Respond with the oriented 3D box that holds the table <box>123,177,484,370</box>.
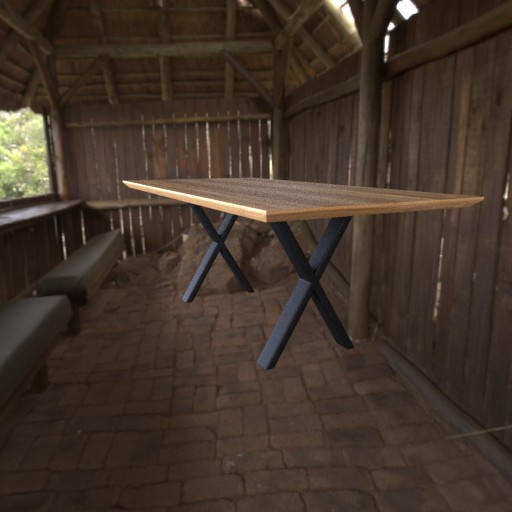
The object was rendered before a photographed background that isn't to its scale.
[{"bbox_3d":[0.000,0.000,2.486,1.000,0.770,2.000,-7,14,-27],"label":"table"}]
